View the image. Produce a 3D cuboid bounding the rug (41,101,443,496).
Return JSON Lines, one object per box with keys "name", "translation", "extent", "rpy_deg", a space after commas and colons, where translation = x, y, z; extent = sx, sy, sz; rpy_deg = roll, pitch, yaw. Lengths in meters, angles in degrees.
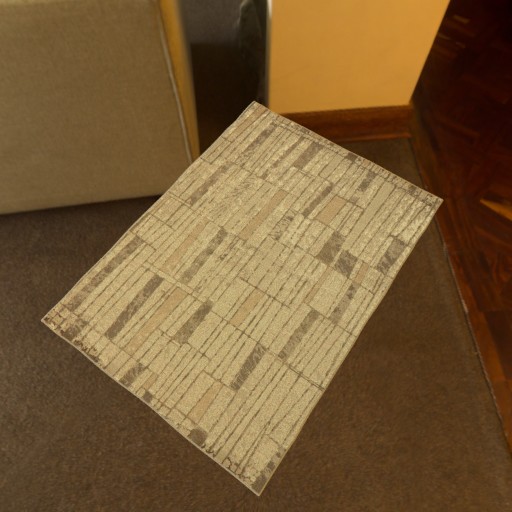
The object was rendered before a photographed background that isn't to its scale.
{"name": "rug", "translation": [0.000, 0.000, 4.343], "extent": [2.449, 0.019, 3.357], "rpy_deg": [32, 67, 15]}
